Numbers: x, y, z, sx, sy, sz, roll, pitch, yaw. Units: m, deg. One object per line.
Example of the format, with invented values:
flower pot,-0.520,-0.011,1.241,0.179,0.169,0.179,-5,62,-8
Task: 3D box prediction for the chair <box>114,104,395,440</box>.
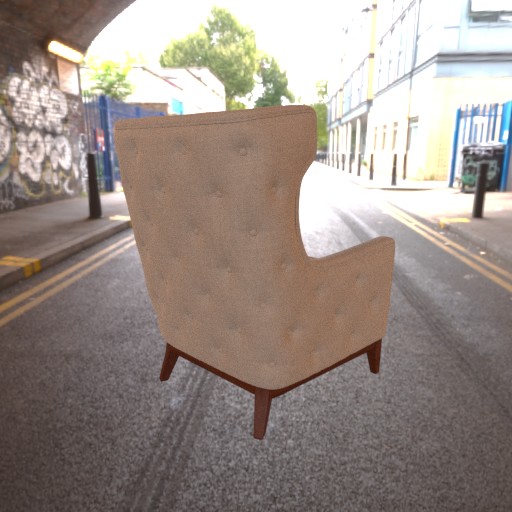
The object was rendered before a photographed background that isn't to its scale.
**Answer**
chair,0.000,0.000,1.754,0.778,1.079,0.899,13,18,42
